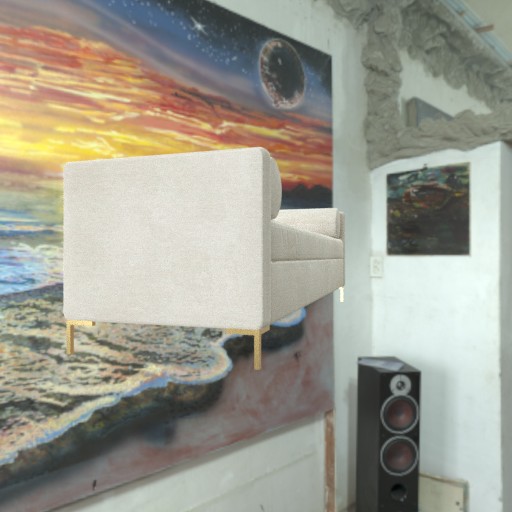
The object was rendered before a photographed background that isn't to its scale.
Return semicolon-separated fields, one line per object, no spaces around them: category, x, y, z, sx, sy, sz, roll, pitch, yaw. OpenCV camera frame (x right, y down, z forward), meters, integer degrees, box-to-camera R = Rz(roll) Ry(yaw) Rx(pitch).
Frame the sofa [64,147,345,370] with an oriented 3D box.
sofa;0.000;0.000;2.267;0.686;0.635;1.981;0;0;18
